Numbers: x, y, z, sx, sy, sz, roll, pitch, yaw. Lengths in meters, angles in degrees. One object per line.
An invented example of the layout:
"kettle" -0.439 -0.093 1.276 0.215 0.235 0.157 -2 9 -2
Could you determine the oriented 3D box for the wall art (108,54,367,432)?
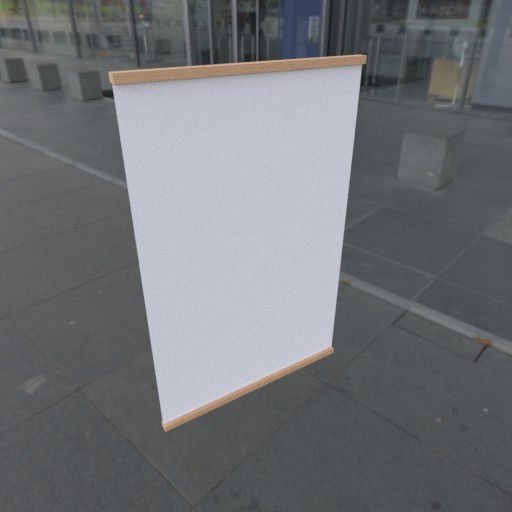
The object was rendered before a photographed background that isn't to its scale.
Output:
"wall art" 0.000 0.000 0.760 0.401 0.611 0.016 -17 34 -28
